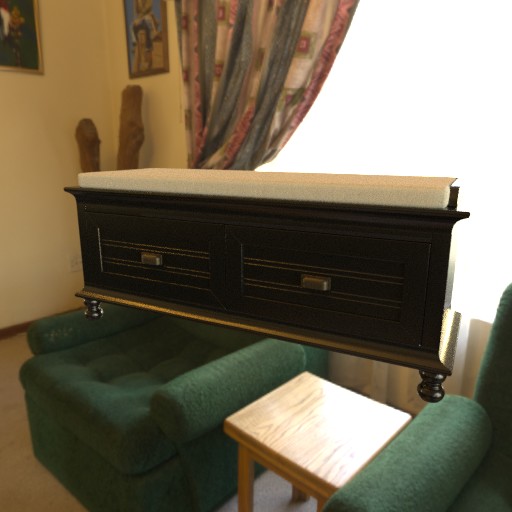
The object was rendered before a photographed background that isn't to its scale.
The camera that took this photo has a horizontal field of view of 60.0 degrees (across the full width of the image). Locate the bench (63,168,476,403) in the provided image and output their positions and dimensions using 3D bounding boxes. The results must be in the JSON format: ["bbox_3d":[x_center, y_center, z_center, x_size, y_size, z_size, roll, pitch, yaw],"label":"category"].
[{"bbox_3d":[0.000,0.000,1.383,1.185,0.501,0.402,7,16,26],"label":"bench"}]
